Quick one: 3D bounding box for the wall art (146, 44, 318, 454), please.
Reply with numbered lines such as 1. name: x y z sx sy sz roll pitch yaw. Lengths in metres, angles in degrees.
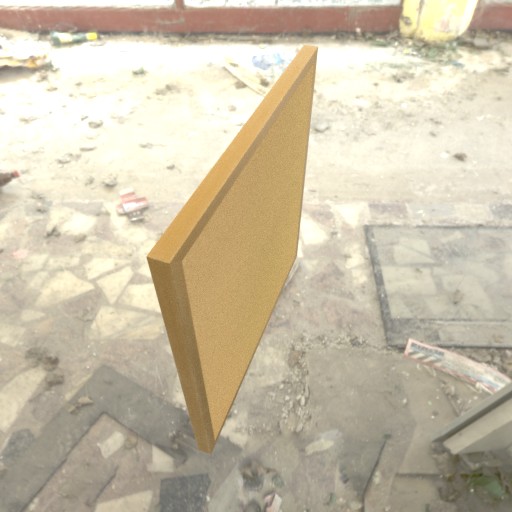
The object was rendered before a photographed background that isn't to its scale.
1. wall art: 0.000 0.000 1.133 0.037 0.760 0.762 16 49 14
